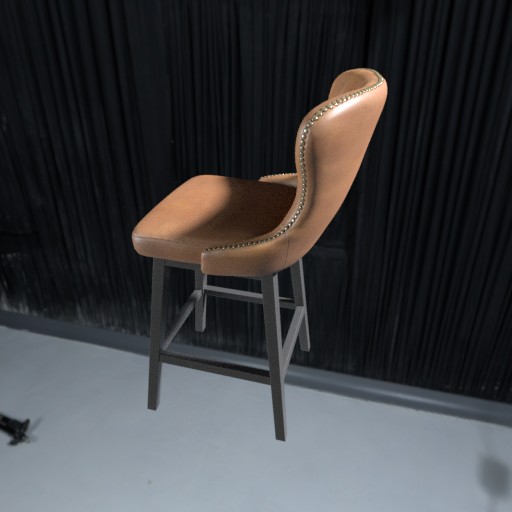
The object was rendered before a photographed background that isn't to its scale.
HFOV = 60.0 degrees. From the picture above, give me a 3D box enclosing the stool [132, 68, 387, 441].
[{"bbox_3d":[0.000,0.000,1.264,0.593,0.971,0.528,8,31,14],"label":"stool"}]
